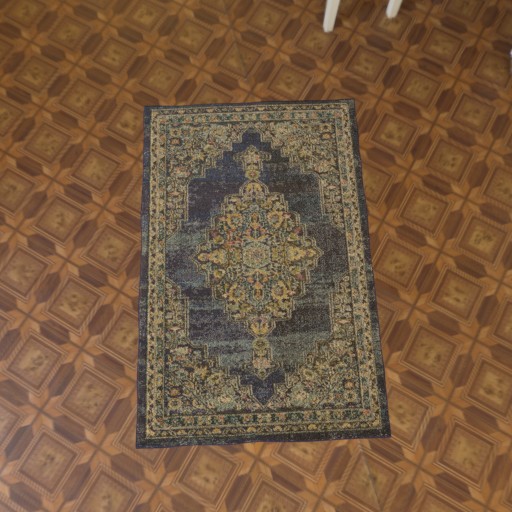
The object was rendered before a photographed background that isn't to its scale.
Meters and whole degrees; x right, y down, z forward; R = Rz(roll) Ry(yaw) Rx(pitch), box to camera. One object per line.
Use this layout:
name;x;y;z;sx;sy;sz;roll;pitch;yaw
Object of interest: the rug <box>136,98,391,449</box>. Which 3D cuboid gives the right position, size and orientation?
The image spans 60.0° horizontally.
rug;0.000;0.000;2.254;1.184;0.012;1.781;-2;76;-1
